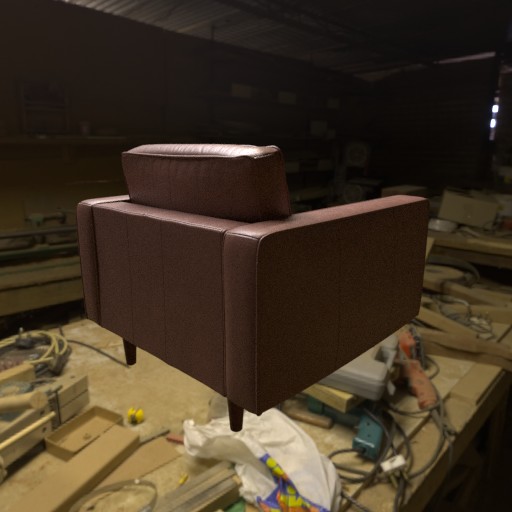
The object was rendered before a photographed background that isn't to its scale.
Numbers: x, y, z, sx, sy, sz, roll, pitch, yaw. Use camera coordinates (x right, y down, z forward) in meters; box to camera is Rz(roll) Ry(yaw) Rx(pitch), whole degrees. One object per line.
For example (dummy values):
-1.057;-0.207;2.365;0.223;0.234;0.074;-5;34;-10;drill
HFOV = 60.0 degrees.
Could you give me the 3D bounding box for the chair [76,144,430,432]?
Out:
0.000;0.000;1.575;0.920;0.770;0.900;13;19;42;chair
